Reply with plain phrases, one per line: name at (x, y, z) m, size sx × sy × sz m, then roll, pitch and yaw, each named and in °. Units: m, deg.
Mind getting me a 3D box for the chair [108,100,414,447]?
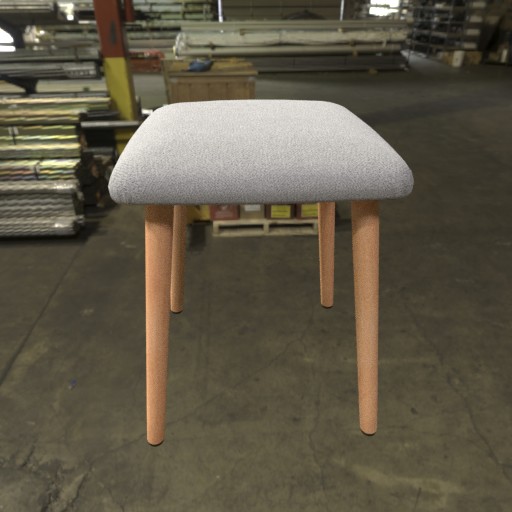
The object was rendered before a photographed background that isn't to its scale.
chair at (0.000, 0.000, 0.700) m, size 0.350 × 0.440 × 0.350 m, roll -2°, pitch 30°, yaw -3°
